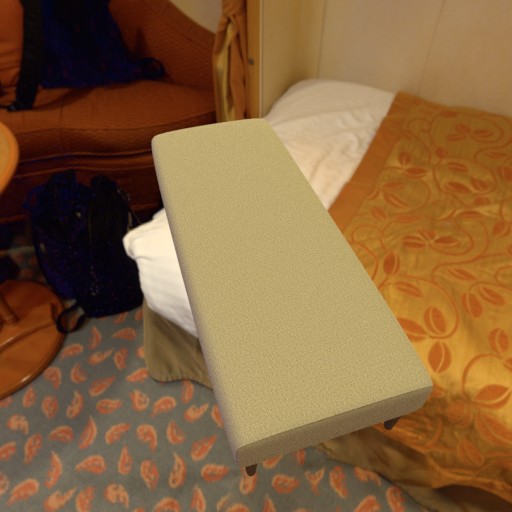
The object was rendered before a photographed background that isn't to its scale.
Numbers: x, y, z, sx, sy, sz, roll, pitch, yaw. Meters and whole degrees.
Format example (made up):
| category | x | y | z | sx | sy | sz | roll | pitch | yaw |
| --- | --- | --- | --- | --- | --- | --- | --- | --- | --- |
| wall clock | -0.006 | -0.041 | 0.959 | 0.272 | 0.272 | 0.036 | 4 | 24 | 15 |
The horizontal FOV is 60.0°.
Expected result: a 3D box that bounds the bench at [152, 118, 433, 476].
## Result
| category | x | y | z | sx | sy | sz | roll | pitch | yaw |
| --- | --- | --- | --- | --- | --- | --- | --- | --- | --- |
| bench | 0.000 | 0.000 | 1.876 | 0.646 | 0.393 | 1.609 | -13 | 48 | -12 |
